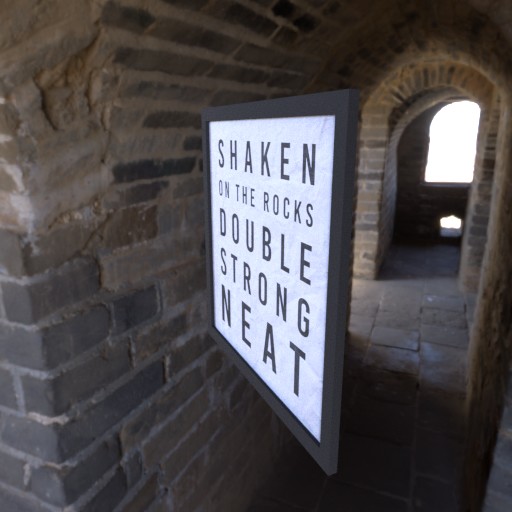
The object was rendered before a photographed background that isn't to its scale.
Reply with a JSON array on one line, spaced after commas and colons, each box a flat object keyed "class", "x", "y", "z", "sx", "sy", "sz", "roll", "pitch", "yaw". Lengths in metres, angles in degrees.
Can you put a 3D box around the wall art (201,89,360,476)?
[{"class": "wall art", "x": 0.000, "y": 0.000, "z": 0.697, "sx": 0.013, "sy": 0.458, "sz": 0.456, "roll": -7, "pitch": 17, "yaw": -24}]
